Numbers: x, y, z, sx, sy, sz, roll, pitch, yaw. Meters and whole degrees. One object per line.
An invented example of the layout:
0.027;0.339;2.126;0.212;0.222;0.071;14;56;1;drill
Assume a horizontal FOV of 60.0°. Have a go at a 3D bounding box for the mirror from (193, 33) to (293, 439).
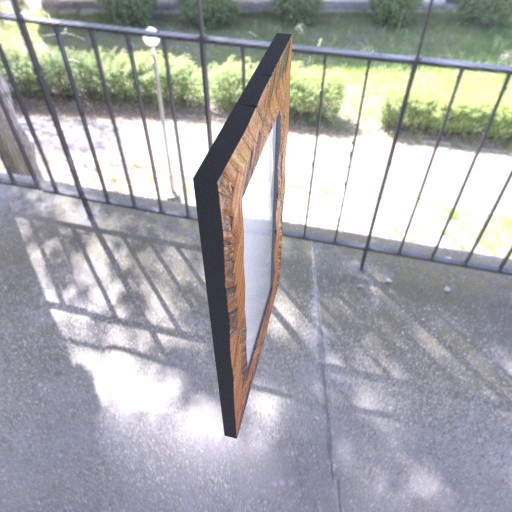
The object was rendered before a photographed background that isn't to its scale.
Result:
0.000;0.000;1.175;0.044;0.912;0.606;10;46;9;mirror
